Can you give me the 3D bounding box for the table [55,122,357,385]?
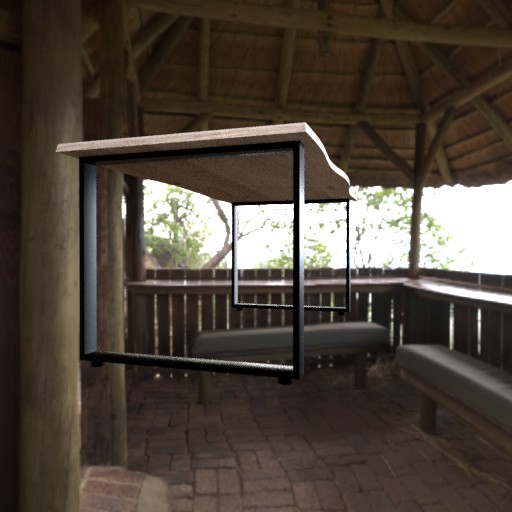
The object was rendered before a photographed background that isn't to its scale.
[{"bbox_3d":[0.000,0.000,2.238,0.900,0.780,1.800,0,1,17],"label":"table"}]
